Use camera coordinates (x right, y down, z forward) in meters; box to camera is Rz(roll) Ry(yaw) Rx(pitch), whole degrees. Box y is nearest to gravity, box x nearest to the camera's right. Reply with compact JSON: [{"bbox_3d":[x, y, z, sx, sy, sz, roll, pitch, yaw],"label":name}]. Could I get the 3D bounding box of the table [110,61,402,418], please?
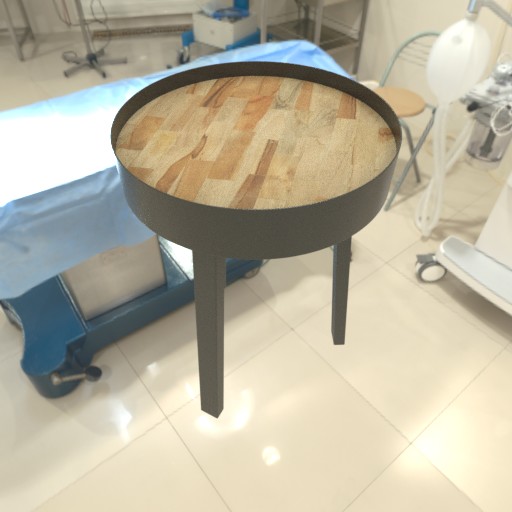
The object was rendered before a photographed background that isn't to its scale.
[{"bbox_3d":[0.000,0.000,0.832,0.406,0.559,0.406,0,46,0],"label":"table"}]
